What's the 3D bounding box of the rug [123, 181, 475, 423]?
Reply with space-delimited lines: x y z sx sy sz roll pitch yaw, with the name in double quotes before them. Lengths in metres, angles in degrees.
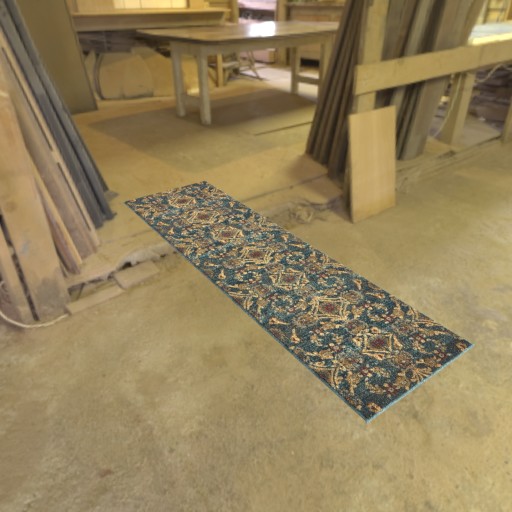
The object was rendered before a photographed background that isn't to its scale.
"rug" 0.000 0.000 2.536 0.685 0.014 2.292 -21 37 -30
